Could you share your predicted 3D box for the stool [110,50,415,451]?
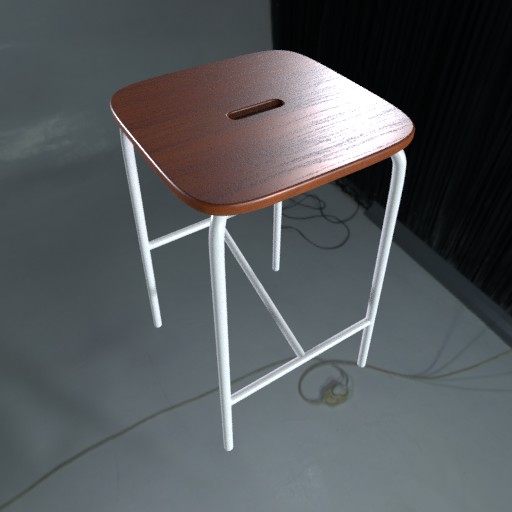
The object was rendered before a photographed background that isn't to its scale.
[{"bbox_3d":[0.000,0.000,0.859,0.376,0.610,0.376,-24,51,-22],"label":"stool"}]
